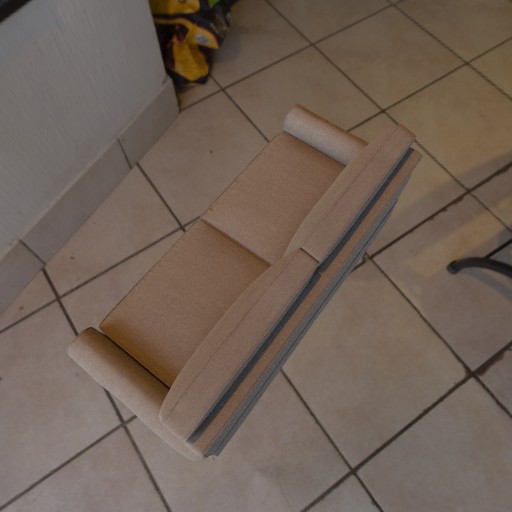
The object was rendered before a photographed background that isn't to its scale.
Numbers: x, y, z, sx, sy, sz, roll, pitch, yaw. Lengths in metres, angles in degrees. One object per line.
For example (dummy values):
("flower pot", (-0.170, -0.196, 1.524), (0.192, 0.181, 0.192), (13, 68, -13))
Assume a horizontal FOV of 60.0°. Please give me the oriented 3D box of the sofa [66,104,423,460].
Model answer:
("sofa", (0.000, 0.000, 2.735), (0.991, 0.943, 2.248), (34, 69, 15))
